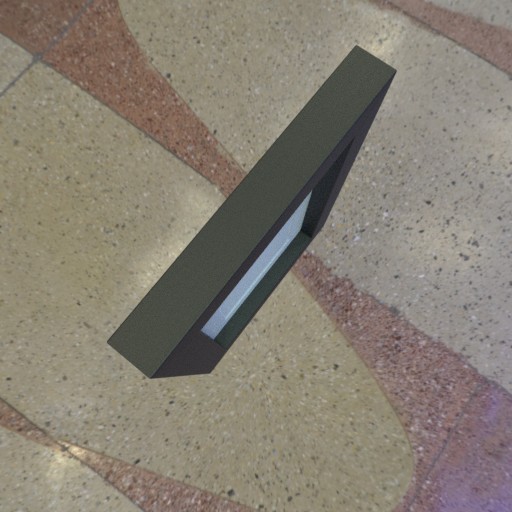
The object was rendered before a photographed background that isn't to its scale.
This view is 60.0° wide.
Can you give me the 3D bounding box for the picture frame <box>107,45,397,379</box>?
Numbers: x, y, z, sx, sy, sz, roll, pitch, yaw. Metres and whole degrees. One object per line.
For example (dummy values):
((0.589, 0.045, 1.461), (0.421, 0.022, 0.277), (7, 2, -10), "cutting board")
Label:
((0.000, 0.000, 0.273), (0.028, 0.208, 0.157), (37, 79, 9), "picture frame")
